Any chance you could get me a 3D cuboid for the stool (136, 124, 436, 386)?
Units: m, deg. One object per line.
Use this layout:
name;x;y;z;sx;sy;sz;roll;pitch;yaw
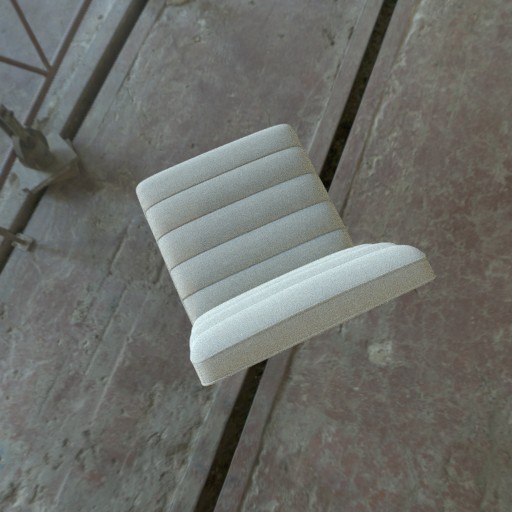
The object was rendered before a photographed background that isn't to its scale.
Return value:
stool;0.000;0.000;1.250;0.460;0.940;0.560;-24;76;-6
